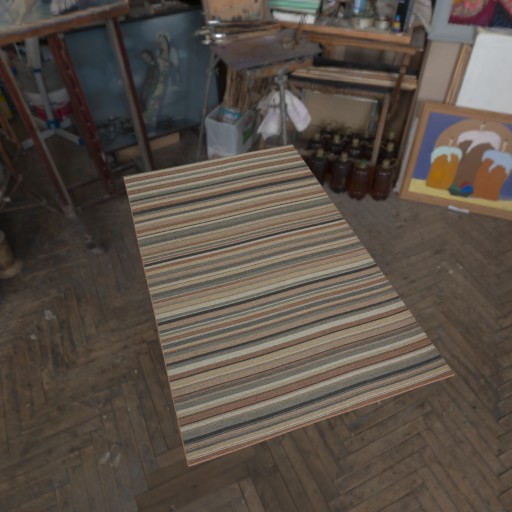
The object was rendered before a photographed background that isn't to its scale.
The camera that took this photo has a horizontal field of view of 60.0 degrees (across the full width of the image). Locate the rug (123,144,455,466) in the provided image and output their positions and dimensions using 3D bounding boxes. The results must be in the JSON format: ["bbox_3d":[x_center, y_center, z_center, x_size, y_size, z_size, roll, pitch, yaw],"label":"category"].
[{"bbox_3d":[0.000,0.000,3.101,1.523,0.014,2.438,-14,49,-13],"label":"rug"}]
